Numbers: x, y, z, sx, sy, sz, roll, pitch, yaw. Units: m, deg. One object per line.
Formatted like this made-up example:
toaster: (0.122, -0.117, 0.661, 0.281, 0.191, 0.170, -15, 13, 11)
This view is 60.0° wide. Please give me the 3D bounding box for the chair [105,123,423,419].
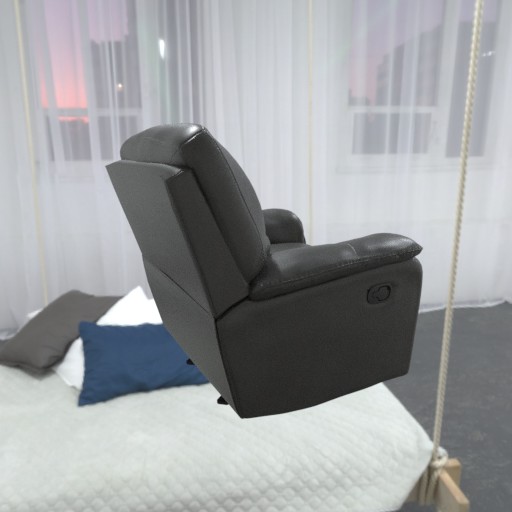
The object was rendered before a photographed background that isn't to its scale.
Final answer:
chair: (0.000, 0.000, 1.982, 1.087, 1.109, 1.096, -7, 15, -27)
